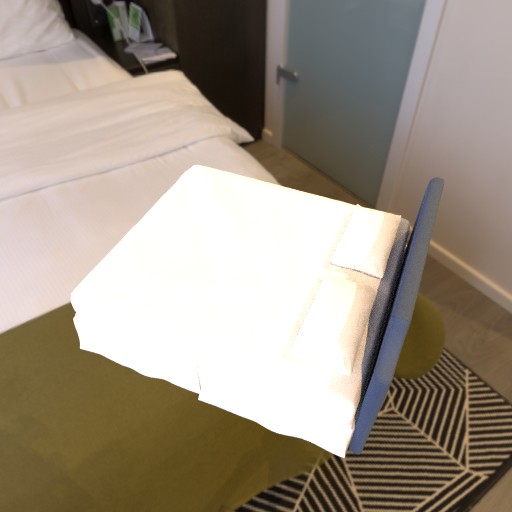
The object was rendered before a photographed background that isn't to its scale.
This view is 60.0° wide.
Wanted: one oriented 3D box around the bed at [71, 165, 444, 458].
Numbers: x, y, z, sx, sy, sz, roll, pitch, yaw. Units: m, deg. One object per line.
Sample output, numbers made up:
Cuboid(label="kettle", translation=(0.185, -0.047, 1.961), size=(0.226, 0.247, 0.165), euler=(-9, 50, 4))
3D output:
Cuboid(label="bed", translation=(0.000, 0.000, 4.129), size=(2.773, 1.488, 2.350), euler=(17, 48, 17))
